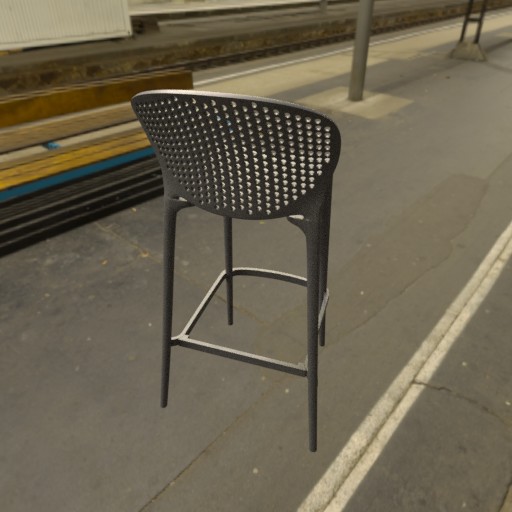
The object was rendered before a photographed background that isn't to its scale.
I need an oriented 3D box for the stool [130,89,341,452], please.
[{"bbox_3d":[0.000,0.000,1.316,0.536,1.045,0.535,10,34,15],"label":"stool"}]
